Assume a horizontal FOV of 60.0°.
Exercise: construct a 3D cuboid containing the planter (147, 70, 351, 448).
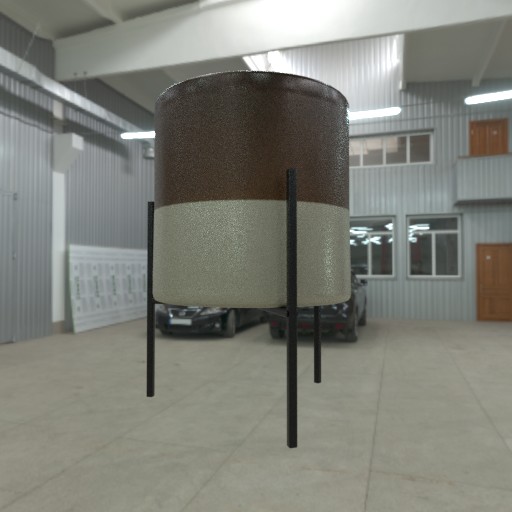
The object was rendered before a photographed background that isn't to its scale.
[{"bbox_3d":[0.000,0.000,0.559,0.255,0.375,0.269,0,-1,-18],"label":"planter"}]
